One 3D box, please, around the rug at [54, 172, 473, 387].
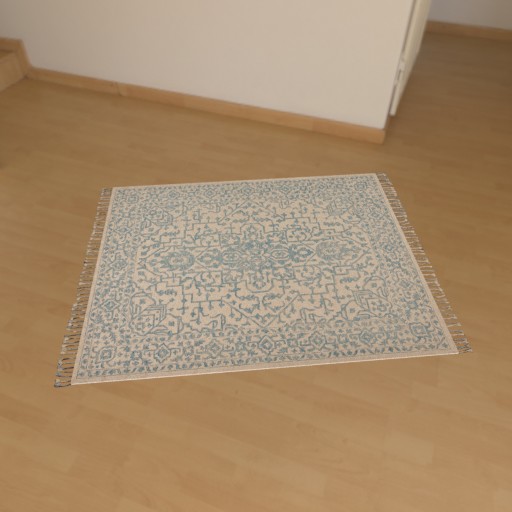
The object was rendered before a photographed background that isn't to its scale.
[{"bbox_3d":[0.000,0.000,4.297,3.327,0.010,2.464,-4,46,-4],"label":"rug"}]
